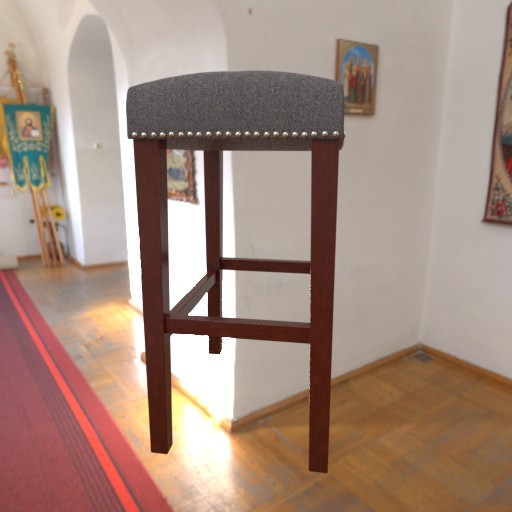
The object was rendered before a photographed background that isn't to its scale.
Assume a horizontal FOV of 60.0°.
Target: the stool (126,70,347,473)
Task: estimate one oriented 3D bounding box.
[{"bbox_3d":[0.000,0.000,1.028,0.372,0.742,0.504,2,15,9],"label":"stool"}]
